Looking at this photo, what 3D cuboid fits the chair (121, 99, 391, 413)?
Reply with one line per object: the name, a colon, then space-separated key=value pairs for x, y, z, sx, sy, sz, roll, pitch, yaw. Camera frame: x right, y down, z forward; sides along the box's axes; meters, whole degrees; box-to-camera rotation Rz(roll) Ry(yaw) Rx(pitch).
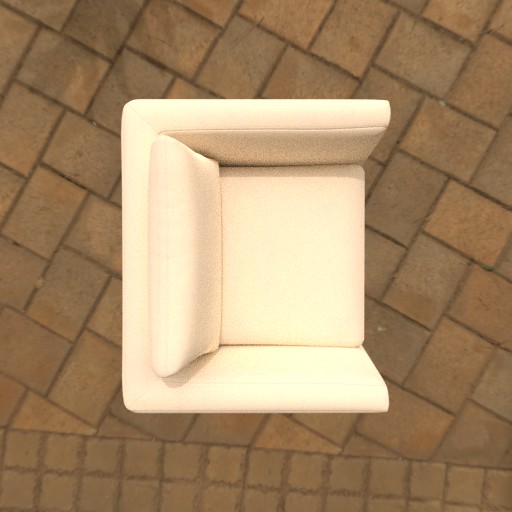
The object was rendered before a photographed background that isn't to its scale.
chair: x=0.000 y=0.000 z=1.702 sx=0.889 sy=0.865 sz=1.041 roll=0 pitch=91 yaw=0
